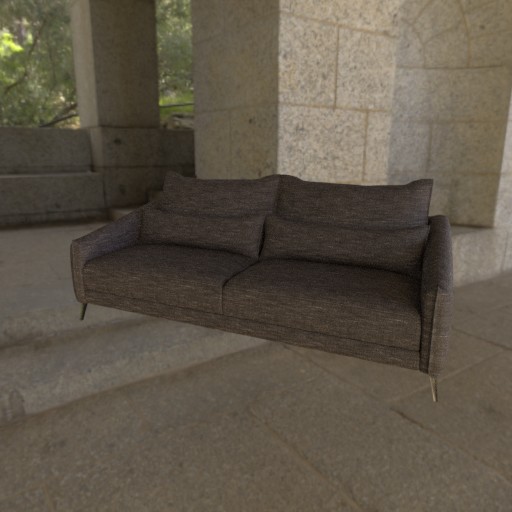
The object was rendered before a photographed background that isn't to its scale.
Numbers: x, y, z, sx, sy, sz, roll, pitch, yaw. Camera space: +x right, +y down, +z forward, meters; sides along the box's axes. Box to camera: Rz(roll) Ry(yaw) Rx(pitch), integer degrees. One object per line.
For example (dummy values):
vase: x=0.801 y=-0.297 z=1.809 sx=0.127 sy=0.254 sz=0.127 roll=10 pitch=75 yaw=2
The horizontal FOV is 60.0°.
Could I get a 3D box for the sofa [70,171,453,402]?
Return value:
sofa: x=0.000 y=0.000 z=2.428 sx=2.019 sy=0.843 sz=0.807 roll=7 pitch=16 yaw=25
